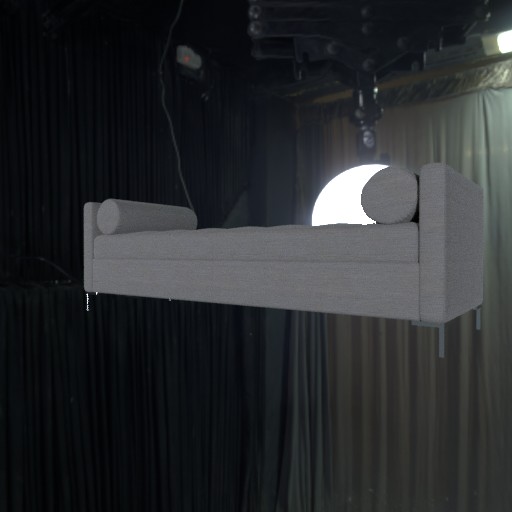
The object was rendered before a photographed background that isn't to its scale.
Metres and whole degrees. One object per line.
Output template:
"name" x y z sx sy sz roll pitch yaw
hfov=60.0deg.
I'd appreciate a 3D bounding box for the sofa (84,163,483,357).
"sofa" 0.000 0.000 2.254 1.981 0.635 0.686 0 1 36
